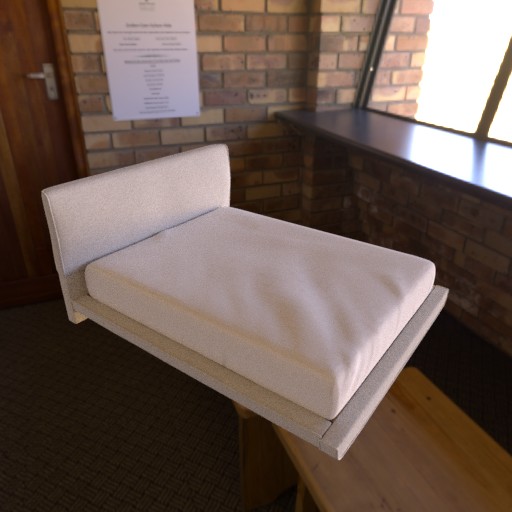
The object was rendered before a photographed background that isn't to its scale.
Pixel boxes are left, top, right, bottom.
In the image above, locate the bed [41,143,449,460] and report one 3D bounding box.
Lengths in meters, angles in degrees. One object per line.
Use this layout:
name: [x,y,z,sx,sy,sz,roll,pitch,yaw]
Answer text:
bed: [0.000,0.000,3.450,2.498,1.126,1.980,18,32,32]
